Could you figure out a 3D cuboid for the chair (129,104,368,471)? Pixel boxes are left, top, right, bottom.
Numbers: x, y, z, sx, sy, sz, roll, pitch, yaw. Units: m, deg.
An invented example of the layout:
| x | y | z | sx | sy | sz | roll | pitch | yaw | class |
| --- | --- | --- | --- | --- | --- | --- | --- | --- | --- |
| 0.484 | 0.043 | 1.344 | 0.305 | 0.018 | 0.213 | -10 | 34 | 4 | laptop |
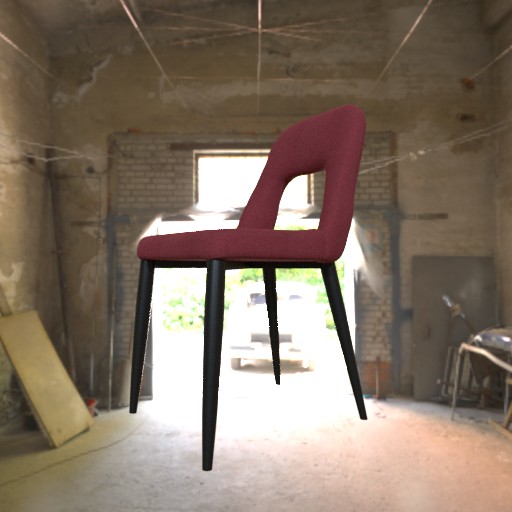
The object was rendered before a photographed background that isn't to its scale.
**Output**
| x | y | z | sx | sy | sz | roll | pitch | yaw | class |
| --- | --- | --- | --- | --- | --- | --- | --- | --- | --- |
| 0.000 | 0.000 | 1.234 | 0.569 | 0.892 | 0.483 | 0 | 0 | -36 | chair |
